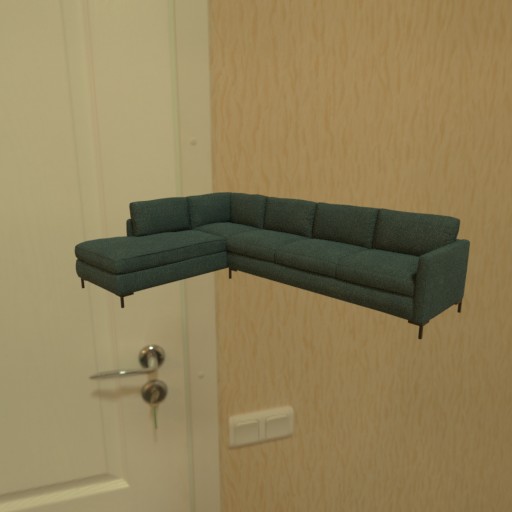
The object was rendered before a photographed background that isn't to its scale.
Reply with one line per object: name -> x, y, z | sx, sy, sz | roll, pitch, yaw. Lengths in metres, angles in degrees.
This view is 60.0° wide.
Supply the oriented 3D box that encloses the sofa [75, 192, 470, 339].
sofa -> 0.000, 0.000, 3.905 | 2.949, 0.815, 2.007 | 14, 20, 43
